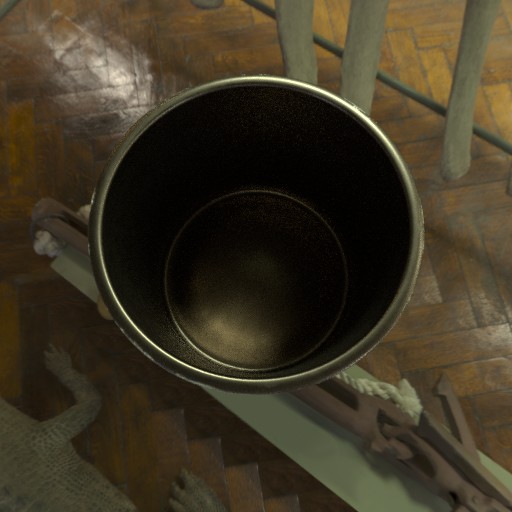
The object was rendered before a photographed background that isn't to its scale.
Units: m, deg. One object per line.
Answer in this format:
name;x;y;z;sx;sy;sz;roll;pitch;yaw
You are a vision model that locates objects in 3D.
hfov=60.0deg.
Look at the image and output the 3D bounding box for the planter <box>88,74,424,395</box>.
planter;0.000;0.000;0.433;0.254;0.221;0.254;0;75;0
